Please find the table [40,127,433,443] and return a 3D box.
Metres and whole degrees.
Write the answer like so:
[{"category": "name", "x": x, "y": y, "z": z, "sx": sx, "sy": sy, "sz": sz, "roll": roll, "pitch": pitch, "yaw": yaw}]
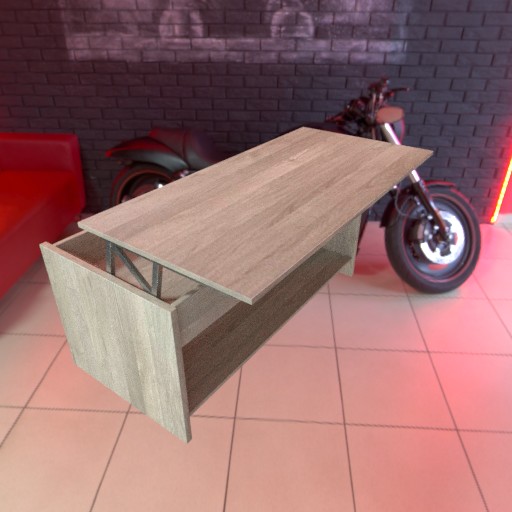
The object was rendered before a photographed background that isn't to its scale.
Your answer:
[{"category": "table", "x": 0.000, "y": 0.000, "z": 1.434, "sx": 0.712, "sy": 0.570, "sz": 1.000, "roll": 21, "pitch": 37, "yaw": 30}]
